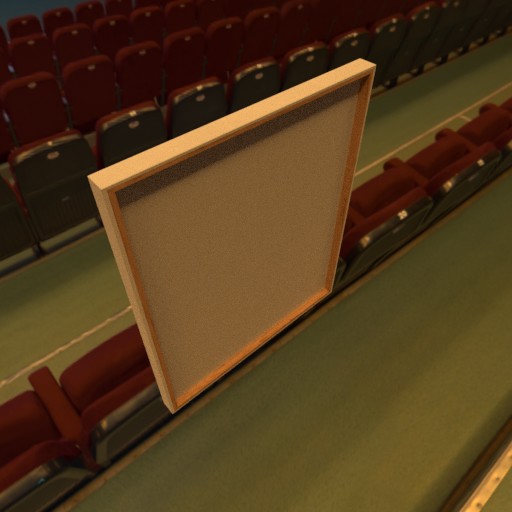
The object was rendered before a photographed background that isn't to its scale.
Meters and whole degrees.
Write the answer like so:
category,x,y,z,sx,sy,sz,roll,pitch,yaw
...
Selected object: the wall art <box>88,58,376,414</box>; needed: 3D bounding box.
category,x,y,z,sx,sy,sz,roll,pitch,yaw
wall art,0.000,0.000,0.857,0.508,0.606,0.037,-33,55,-27
